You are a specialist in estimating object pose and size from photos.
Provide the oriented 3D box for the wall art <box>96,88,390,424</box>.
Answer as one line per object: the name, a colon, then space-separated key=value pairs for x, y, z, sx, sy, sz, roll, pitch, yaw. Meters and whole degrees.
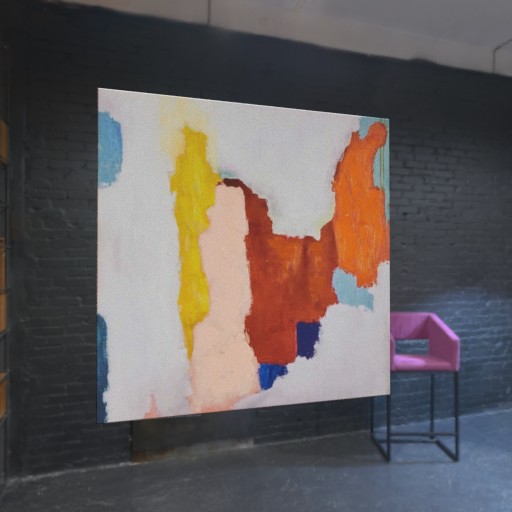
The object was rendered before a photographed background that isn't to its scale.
wall art: x=0.000 y=0.000 z=1.506 sx=1.017 sy=1.017 sz=0.044 roll=0 pitch=-1 yaw=-17
